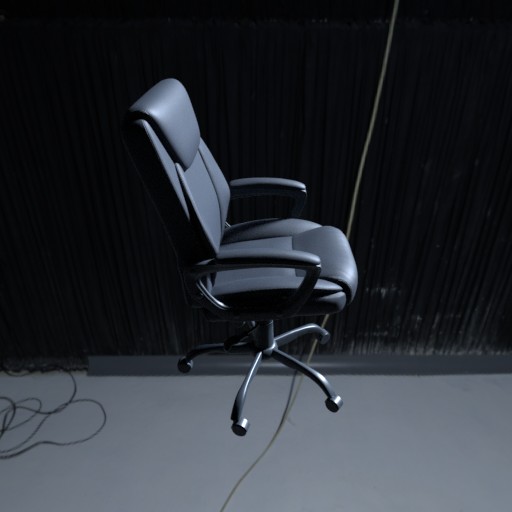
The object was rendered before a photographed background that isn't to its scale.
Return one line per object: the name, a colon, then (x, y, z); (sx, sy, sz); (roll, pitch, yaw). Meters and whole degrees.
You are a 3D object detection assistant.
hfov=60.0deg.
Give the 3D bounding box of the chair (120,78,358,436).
chair: (0.000, 0.000, 1.489); (0.655, 1.072, 0.615); (1, 31, 1)
